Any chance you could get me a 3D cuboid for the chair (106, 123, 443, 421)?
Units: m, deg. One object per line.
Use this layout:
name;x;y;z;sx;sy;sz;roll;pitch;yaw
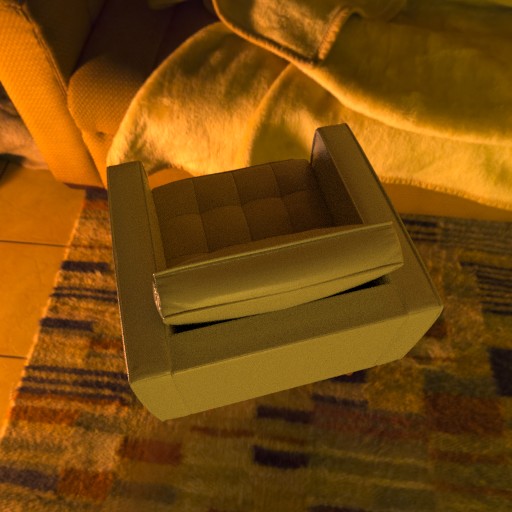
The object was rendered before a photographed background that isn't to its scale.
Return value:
chair;0.000;0.000;1.554;0.928;0.773;0.843;-12;59;-8
